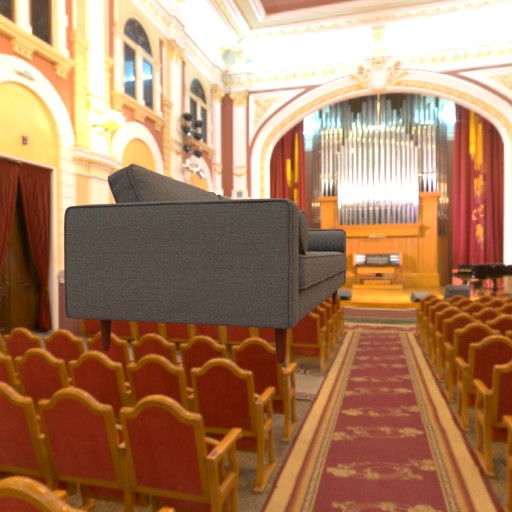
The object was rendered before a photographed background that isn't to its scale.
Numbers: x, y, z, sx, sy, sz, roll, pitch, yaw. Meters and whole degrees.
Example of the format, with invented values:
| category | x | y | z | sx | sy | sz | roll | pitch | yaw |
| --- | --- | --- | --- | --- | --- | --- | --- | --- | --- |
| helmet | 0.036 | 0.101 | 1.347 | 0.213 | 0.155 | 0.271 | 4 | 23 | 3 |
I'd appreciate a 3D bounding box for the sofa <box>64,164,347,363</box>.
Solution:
| category | x | y | z | sx | sy | sz | roll | pitch | yaw |
| --- | --- | --- | --- | --- | --- | --- | --- | --- | --- |
| sofa | 0.000 | 0.000 | 2.613 | 0.914 | 0.762 | 2.198 | 0 | 1 | 16 |
